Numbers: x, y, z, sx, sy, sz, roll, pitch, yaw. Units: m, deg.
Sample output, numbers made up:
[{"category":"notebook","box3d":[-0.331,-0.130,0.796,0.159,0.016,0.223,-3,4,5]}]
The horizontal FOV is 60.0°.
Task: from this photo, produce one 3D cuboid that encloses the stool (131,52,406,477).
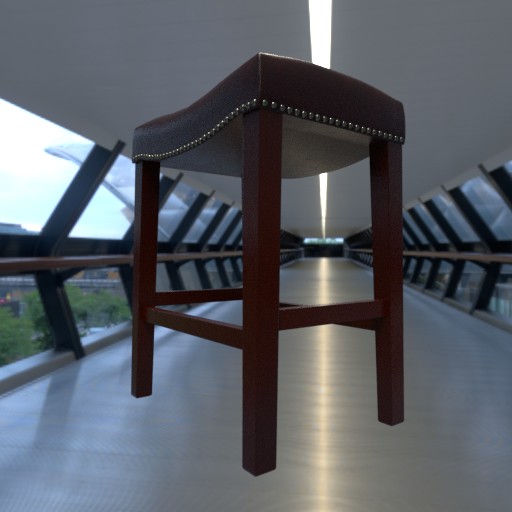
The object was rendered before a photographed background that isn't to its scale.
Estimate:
[{"category":"stool","box3d":[0.000,0.000,0.957,0.372,0.657,0.504,0,0,-37]}]
